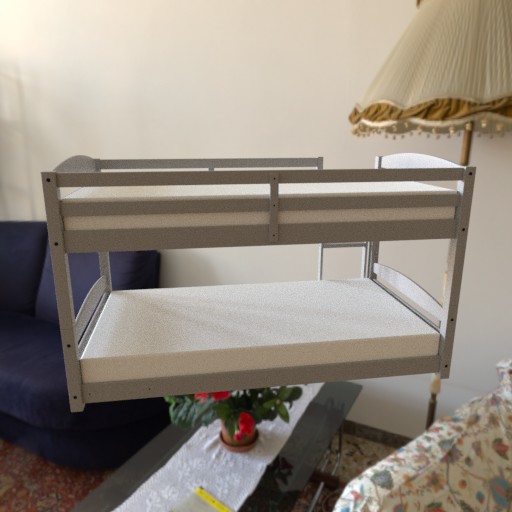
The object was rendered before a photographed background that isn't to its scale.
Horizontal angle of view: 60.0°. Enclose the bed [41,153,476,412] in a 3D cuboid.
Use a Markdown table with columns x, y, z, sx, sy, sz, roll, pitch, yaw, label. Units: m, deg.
| x | y | z | sx | sy | sz | roll | pitch | yaw | label |
| --- | --- | --- | --- | --- | --- | --- | --- | --- | --- |
| 0.000 | 0.000 | 2.689 | 2.013 | 1.206 | 1.105 | -2 | 16 | -9 | bed |
